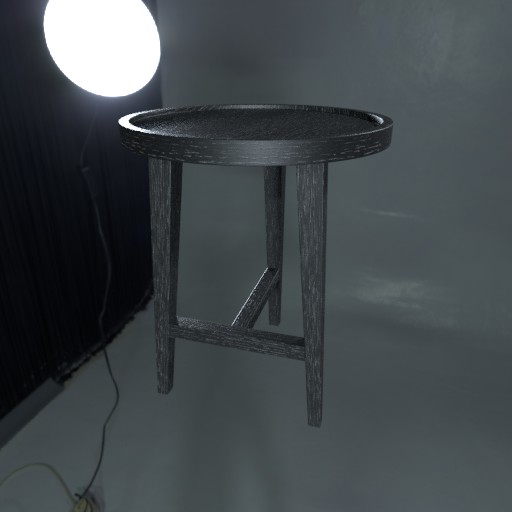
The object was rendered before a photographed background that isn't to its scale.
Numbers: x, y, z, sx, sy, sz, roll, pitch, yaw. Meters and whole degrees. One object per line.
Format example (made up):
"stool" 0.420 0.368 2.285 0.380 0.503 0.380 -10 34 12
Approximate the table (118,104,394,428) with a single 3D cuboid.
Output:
"table" 0.000 0.000 0.762 0.399 0.460 0.399 0 24 0
